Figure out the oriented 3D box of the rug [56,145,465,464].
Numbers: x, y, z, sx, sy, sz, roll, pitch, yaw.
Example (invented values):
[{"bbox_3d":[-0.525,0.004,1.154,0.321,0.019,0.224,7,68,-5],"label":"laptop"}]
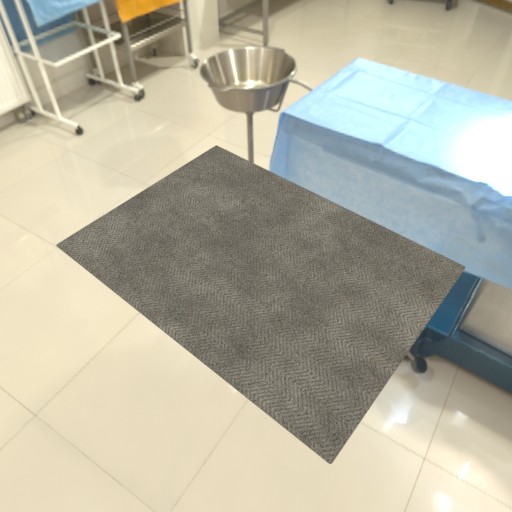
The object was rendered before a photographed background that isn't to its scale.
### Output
[{"bbox_3d":[0.000,0.000,2.964,2.235,0.008,1.600,31,54,26],"label":"rug"}]
